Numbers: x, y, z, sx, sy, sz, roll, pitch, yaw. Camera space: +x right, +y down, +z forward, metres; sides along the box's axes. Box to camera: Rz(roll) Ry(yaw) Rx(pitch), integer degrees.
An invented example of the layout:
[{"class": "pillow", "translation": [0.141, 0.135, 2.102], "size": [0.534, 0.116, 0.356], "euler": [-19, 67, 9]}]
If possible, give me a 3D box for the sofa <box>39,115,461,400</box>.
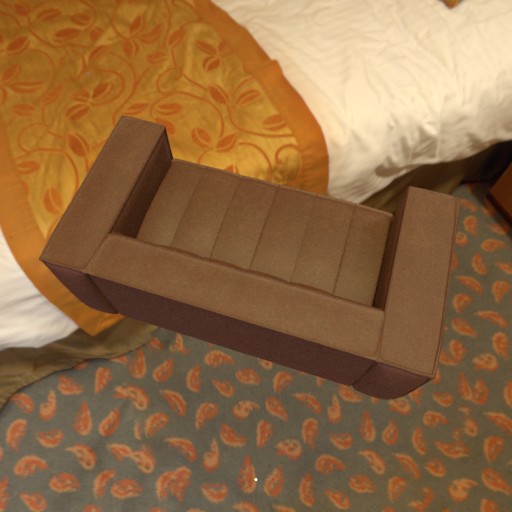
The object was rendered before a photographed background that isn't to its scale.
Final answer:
[{"class": "sofa", "translation": [0.000, 0.000, 2.660], "size": [2.088, 0.703, 1.102], "euler": [16, 64, 8]}]
